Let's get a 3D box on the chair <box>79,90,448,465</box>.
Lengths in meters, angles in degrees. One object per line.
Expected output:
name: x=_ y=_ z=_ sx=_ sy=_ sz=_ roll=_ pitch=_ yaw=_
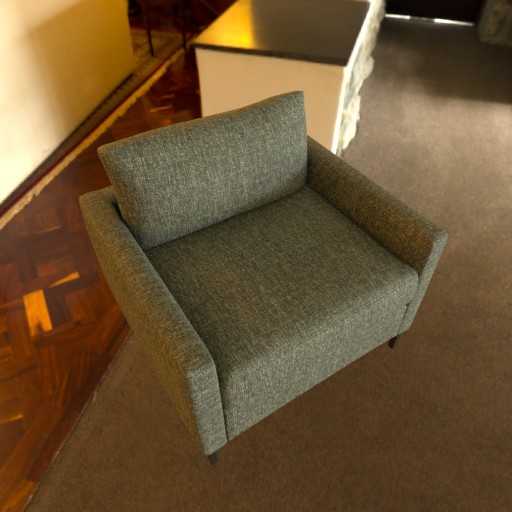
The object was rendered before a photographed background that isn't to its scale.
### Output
chair: x=0.000 y=0.000 z=1.603 sx=0.963 sy=0.861 sz=0.866 roll=-25 pitch=50 yaw=-23
